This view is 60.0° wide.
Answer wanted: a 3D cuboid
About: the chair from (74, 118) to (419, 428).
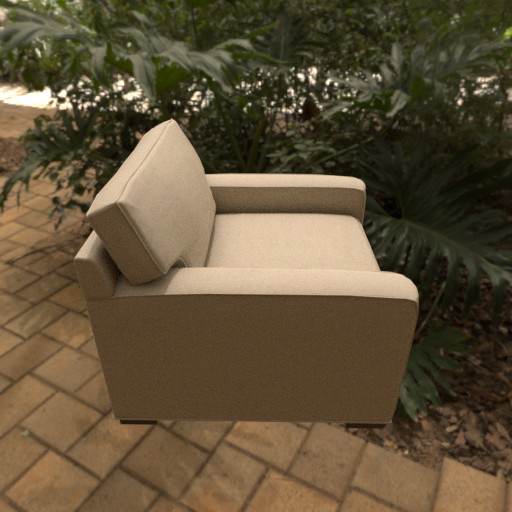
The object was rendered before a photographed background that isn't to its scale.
[{"bbox_3d":[0.000,0.000,1.832,1.043,0.913,0.998,0,32,1],"label":"chair"}]
